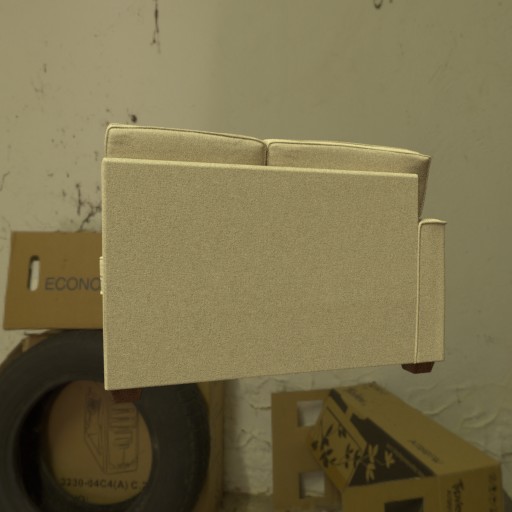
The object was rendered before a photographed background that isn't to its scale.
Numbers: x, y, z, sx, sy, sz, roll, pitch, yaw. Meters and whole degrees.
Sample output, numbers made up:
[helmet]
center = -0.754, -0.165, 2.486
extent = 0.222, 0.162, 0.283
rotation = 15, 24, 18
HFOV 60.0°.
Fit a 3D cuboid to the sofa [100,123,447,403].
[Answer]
[sofa]
center = 0.000, 0.000, 2.110
extent = 1.388, 0.989, 0.991
rotation = 0, 2, -17
